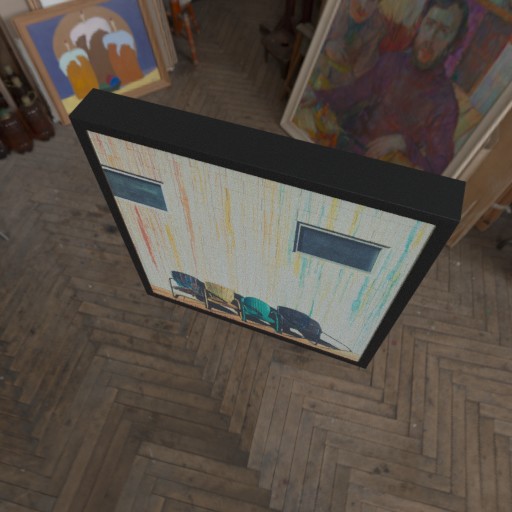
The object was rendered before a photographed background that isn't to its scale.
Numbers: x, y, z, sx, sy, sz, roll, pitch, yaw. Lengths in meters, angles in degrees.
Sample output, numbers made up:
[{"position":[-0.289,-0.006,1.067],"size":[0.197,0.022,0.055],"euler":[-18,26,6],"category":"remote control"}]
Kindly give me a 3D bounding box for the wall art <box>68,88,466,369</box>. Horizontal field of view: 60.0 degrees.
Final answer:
[{"position":[0.000,0.000,0.460],"size":[0.304,0.304,0.038],"euler":[17,59,11],"category":"wall art"}]
